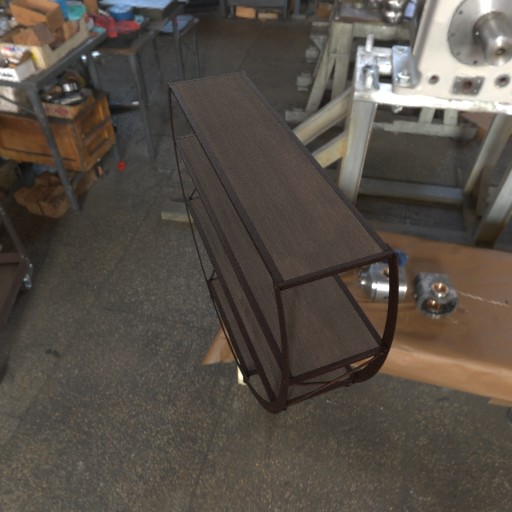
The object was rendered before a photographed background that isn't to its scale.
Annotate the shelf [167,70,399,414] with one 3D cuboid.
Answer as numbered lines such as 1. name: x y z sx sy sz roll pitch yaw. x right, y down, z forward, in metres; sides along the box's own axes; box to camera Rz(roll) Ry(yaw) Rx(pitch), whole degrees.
1. shelf: 0.000 0.000 1.907 0.344 1.063 1.403 -15 48 -14
